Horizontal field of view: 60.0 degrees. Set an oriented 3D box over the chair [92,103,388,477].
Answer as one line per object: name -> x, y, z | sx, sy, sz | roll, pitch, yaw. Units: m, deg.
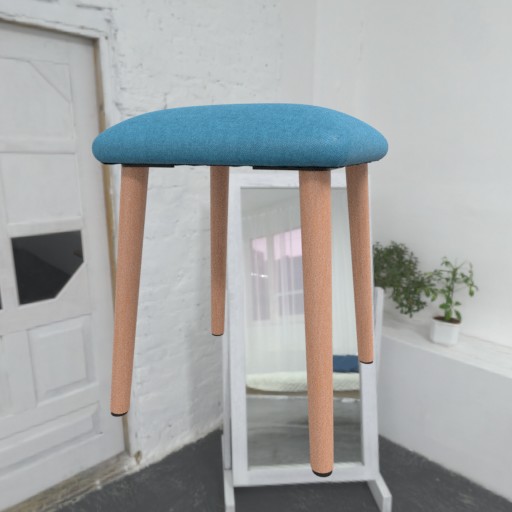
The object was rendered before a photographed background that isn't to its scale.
chair -> 0.000, 0.000, 0.704 | 0.360, 0.450, 0.360 | 6, 15, 23
